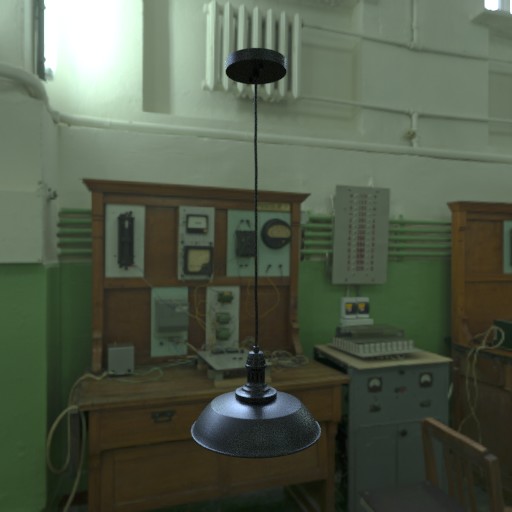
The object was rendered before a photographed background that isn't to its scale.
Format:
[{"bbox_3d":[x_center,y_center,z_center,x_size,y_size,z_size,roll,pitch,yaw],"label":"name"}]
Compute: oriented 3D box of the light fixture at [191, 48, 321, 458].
[{"bbox_3d":[0.000,0.000,1.136,0.331,0.993,0.331,0,0,-19],"label":"light fixture"}]
